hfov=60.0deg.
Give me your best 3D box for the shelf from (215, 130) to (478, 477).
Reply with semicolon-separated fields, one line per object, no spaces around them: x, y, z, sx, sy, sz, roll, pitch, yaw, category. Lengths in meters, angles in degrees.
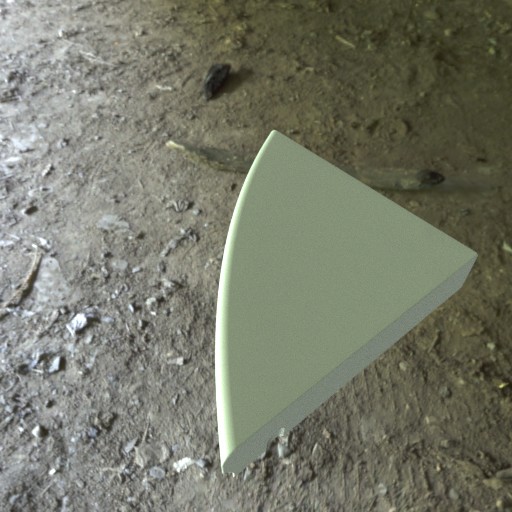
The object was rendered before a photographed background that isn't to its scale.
0.000;0.000;0.464;0.310;0.050;0.310;-31;53;-26;shelf
